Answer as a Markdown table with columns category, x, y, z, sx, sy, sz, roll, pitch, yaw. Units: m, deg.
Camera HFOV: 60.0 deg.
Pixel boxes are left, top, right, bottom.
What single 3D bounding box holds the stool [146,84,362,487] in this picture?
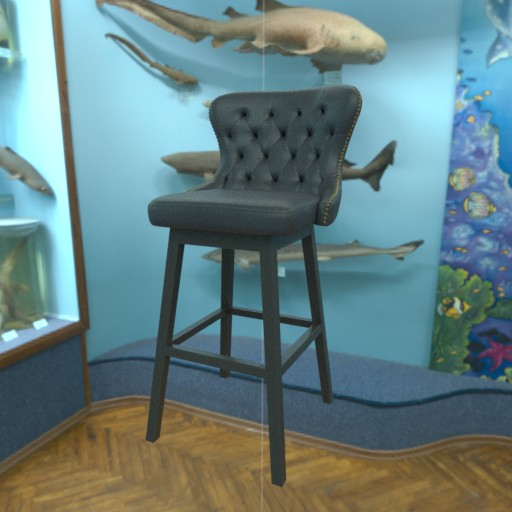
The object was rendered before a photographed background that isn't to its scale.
| category | x | y | z | sx | sy | sz | roll | pitch | yaw |
| --- | --- | --- | --- | --- | --- | --- | --- | --- | --- |
| stool | 0.000 | 0.000 | 1.377 | 0.528 | 1.050 | 0.601 | 6 | 14 | 25 |
